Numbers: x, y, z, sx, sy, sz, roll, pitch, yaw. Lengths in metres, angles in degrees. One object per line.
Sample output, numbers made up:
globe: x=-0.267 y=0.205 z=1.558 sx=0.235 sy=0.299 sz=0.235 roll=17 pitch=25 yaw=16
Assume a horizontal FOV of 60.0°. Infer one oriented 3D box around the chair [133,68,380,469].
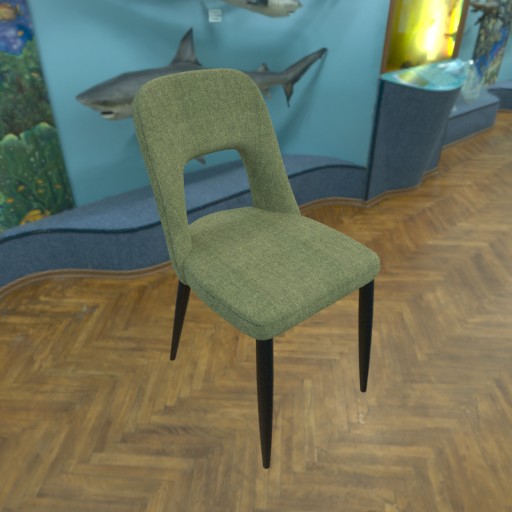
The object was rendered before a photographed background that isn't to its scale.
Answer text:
chair: x=0.000 y=0.000 z=1.282 sx=0.470 sy=0.931 sz=0.612 roll=-24 pitch=39 yaw=-33
